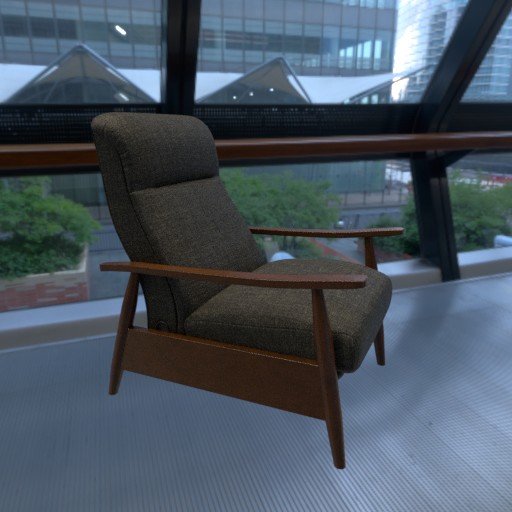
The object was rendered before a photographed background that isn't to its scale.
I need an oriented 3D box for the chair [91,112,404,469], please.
[{"bbox_3d":[0.000,0.000,1.749,1.014,1.082,0.762,7,18,25],"label":"chair"}]
